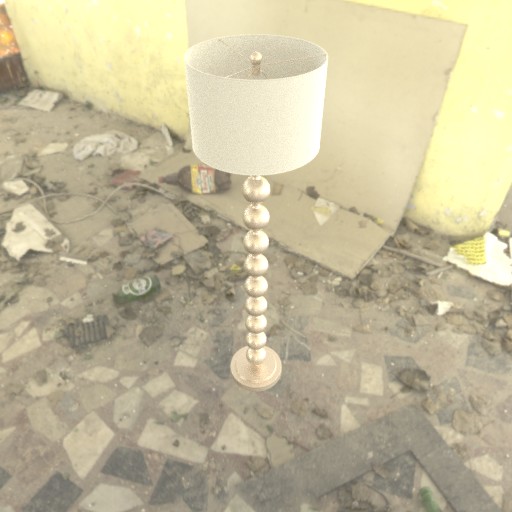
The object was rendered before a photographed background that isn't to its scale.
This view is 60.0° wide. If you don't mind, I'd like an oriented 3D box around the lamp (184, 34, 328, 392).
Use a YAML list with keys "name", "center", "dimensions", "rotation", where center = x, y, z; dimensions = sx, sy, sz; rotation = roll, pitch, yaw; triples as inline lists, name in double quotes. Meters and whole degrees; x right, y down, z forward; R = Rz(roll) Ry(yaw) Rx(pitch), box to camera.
- name: "lamp"
  center: [0.000, 0.000, 1.690]
  dimensions: [0.394, 1.474, 0.394]
  rotation: [-24, 47, -25]
